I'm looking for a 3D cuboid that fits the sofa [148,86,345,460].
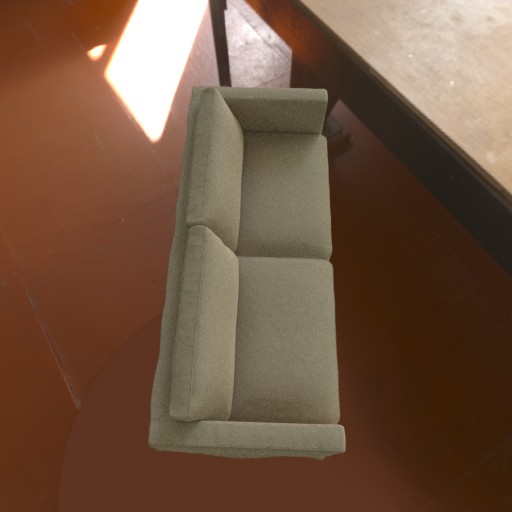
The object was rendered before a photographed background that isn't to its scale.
[{"bbox_3d":[0.000,0.000,2.775,0.956,0.847,2.296,2,64,1],"label":"sofa"}]
